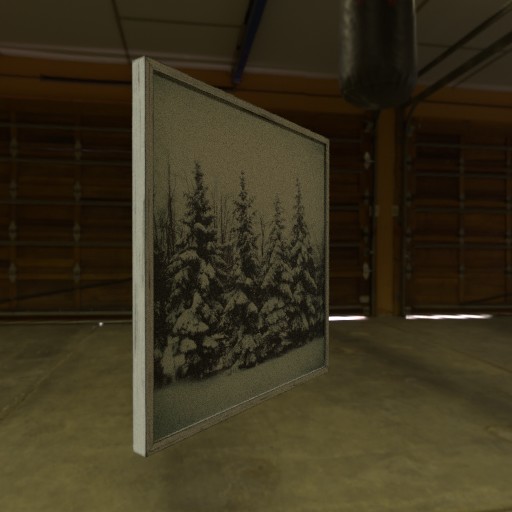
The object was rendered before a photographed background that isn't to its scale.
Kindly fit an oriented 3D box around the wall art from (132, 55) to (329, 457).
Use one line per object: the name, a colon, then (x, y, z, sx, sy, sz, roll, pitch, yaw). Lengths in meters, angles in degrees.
wall art: (0.000, 0.000, 1.156, 0.037, 0.761, 0.761, 0, 0, 36)
